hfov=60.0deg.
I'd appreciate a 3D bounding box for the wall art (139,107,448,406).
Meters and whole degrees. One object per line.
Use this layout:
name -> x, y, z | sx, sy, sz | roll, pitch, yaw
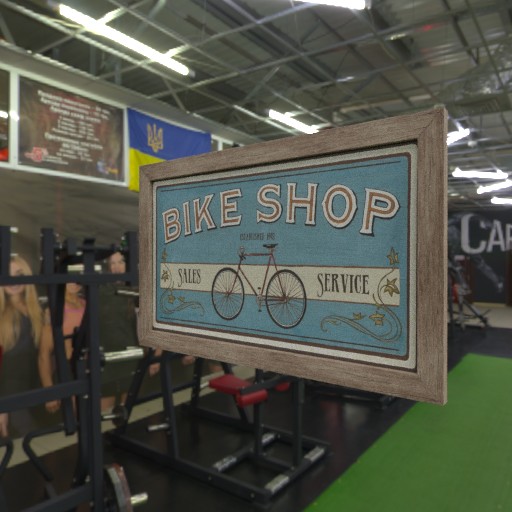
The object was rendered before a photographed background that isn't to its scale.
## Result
wall art -> 0.000, 0.000, 0.959 | 0.780, 0.480, 0.021 | 0, 0, 38
